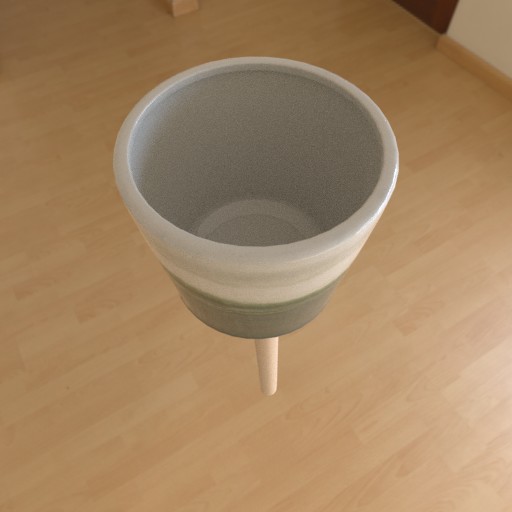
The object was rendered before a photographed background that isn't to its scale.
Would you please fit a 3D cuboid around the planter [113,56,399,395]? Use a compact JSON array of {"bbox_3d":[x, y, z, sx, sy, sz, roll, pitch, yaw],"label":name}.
[{"bbox_3d":[0.000,0.000,0.477,0.217,0.331,0.217,29,62,17],"label":"planter"}]
